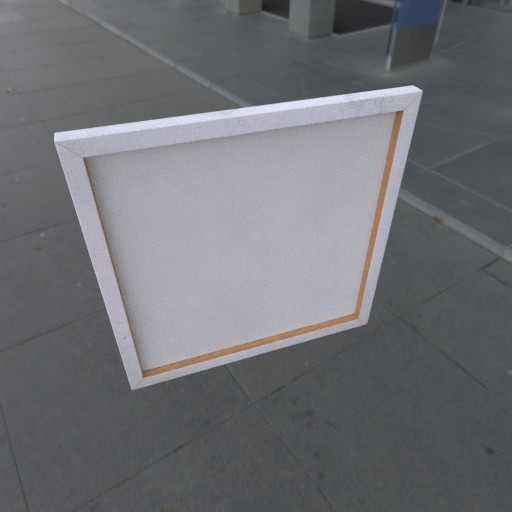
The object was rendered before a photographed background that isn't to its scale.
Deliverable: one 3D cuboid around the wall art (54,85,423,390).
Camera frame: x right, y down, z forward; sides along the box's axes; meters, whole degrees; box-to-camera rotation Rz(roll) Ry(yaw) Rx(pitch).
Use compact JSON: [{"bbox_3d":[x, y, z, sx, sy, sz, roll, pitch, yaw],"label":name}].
[{"bbox_3d":[0.000,0.000,1.130,0.762,0.762,0.038,-13,41,-15],"label":"wall art"}]
